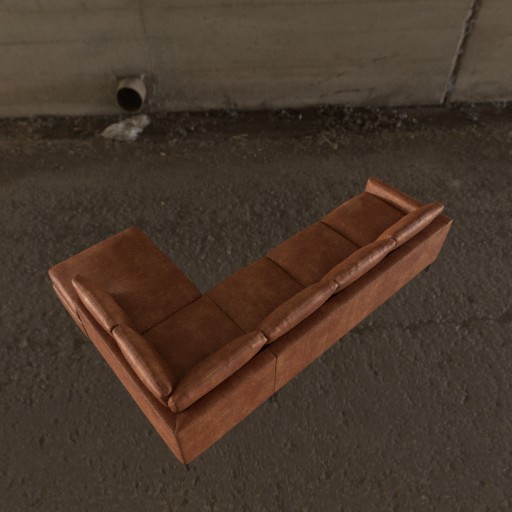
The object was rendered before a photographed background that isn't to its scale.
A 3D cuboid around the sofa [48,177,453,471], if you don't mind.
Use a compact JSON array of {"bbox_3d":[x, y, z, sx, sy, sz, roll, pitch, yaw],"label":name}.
[{"bbox_3d":[0.000,0.000,3.918,2.984,0.877,1.938,-32,54,-27],"label":"sofa"}]
